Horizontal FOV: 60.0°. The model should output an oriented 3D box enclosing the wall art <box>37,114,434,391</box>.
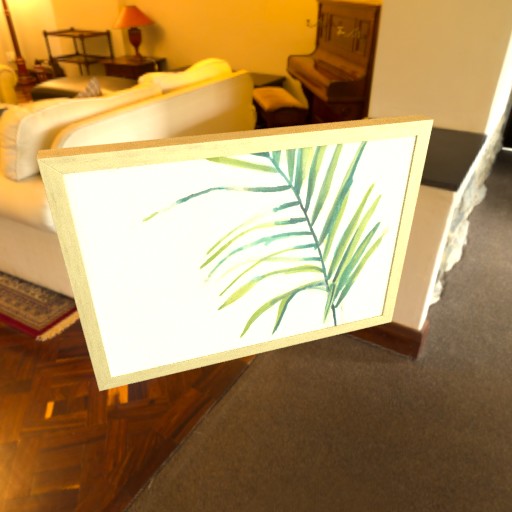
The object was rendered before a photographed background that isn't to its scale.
[{"bbox_3d":[0.000,0.000,0.684,0.532,0.380,0.032,-10,33,-16],"label":"wall art"}]
